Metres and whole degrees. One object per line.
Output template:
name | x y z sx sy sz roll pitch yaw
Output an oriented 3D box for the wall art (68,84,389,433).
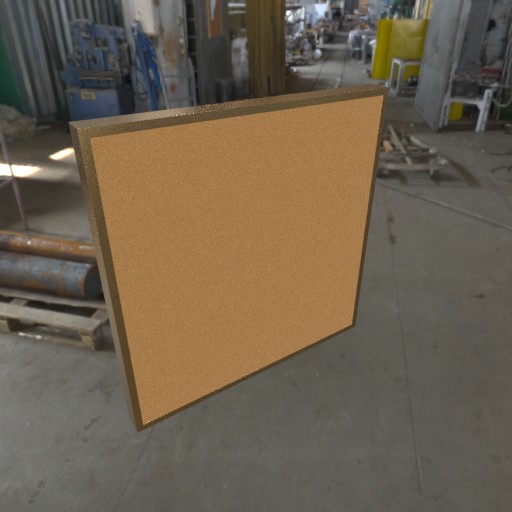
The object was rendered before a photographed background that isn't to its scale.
wall art | 0.000 0.000 0.760 0.509 0.509 0.040 -18 35 -29
